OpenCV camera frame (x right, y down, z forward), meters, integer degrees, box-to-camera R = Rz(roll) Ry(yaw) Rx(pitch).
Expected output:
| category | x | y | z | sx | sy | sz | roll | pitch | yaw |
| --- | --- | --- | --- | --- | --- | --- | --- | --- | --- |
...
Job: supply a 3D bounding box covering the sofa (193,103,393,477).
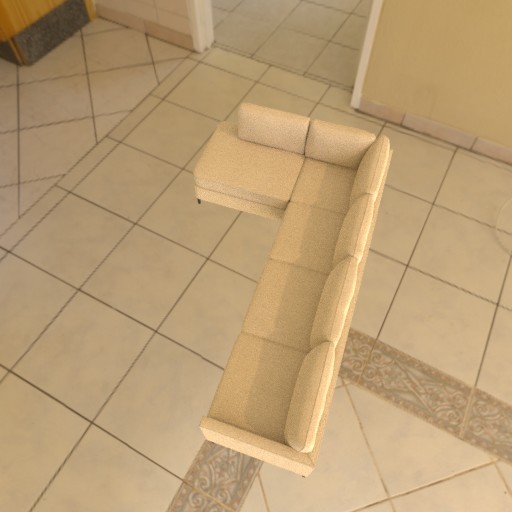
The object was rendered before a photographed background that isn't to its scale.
| category | x | y | z | sx | sy | sz | roll | pitch | yaw |
| --- | --- | --- | --- | --- | --- | --- | --- | --- | --- |
| sofa | 0.000 | 0.000 | 4.386 | 2.048 | 0.996 | 3.384 | 16 | 60 | 10 |
